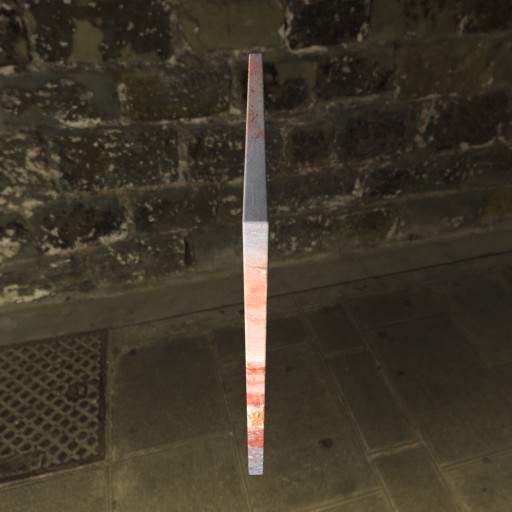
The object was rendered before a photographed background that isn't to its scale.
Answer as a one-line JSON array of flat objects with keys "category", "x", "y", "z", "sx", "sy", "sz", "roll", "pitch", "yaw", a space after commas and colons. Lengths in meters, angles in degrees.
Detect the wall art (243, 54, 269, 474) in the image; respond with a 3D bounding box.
[{"category": "wall art", "x": 0.000, "y": 0.000, "z": 1.108, "sx": 0.035, "sy": 0.747, "sz": 0.747, "roll": 0, "pitch": 40, "yaw": 0}]
